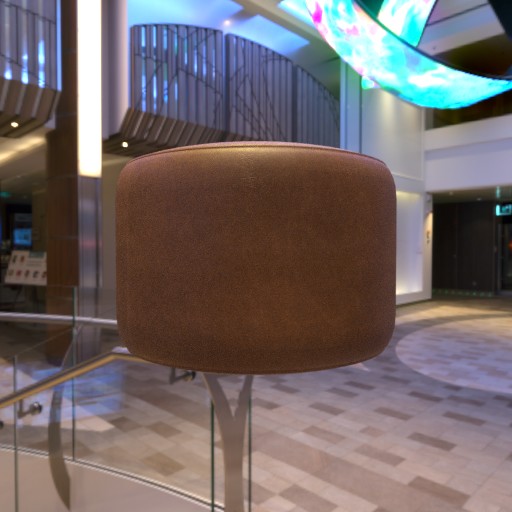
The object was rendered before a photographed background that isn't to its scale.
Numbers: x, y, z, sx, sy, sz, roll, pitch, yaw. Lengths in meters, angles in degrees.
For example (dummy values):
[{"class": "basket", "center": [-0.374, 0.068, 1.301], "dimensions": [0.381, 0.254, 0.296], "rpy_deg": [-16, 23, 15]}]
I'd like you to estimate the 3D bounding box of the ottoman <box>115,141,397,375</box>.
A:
[{"class": "ottoman", "center": [0.000, 0.000, 1.007], "dimensions": [0.607, 0.438, 0.607], "rpy_deg": [0, 1, 0]}]
